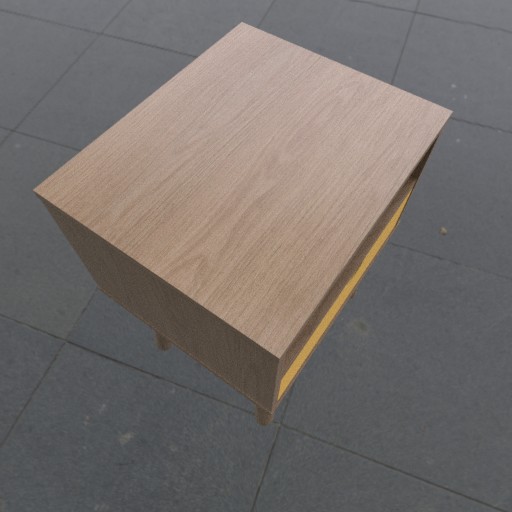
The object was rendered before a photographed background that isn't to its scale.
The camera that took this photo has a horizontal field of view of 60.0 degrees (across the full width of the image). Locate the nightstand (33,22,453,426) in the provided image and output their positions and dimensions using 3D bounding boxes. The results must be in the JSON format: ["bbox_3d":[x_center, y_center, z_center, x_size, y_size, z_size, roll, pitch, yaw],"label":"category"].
[{"bbox_3d":[0.000,0.000,0.849,0.380,0.571,0.450,31,64,17],"label":"nightstand"}]
